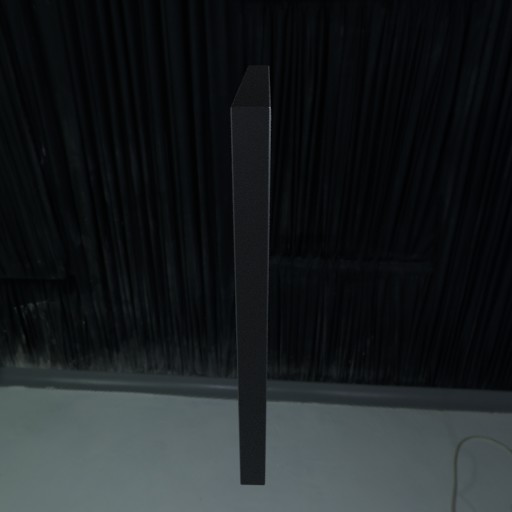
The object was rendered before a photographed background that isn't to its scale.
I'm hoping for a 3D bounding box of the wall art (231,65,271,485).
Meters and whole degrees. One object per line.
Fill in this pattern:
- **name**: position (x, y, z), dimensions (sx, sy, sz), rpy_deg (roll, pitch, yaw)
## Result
- **wall art**: position (0.000, 0.000, 0.746), dimensions (0.039, 0.555, 0.449), rpy_deg (1, 28, 1)
